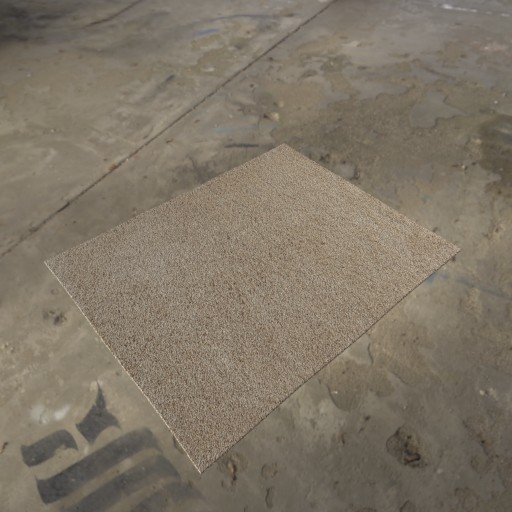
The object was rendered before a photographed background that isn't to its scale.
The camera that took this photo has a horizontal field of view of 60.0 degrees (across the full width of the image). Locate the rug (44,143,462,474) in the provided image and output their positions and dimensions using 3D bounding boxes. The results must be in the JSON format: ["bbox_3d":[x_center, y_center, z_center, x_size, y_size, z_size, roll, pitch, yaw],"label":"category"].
[{"bbox_3d":[0.000,0.000,4.075,3.000,0.025,2.400,-32,54,-27],"label":"rug"}]
